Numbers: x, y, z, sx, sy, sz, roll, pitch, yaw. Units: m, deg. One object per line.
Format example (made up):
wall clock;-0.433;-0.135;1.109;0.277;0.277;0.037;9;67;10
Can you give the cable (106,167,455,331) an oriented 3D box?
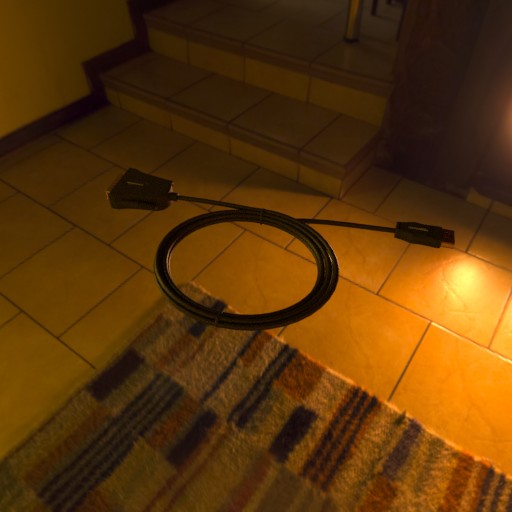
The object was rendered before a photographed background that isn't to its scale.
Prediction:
cable;0.000;0.000;0.326;0.281;0.015;0.136;12;48;11
